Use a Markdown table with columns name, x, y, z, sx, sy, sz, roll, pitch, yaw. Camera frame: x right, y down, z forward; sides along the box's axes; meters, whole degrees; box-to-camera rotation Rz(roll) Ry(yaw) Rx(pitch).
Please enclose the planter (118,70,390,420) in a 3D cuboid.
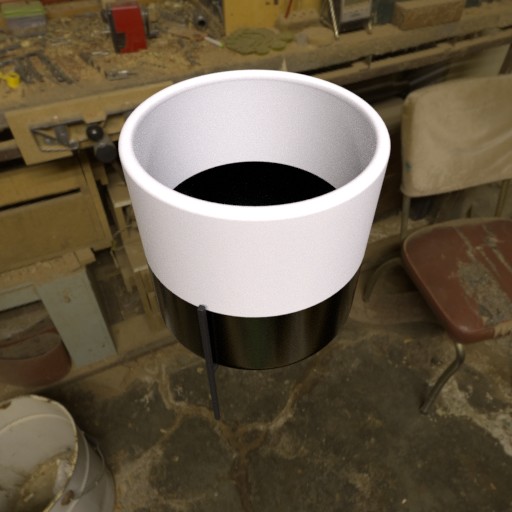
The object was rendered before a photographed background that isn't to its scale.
| name | x | y | z | sx | sy | sz | roll | pitch | yaw |
| --- | --- | --- | --- | --- | --- | --- | --- | --- | --- |
| planter | 0.000 | 0.000 | 0.655 | 0.310 | 0.432 | 0.310 | -17 | 49 | -16 |
